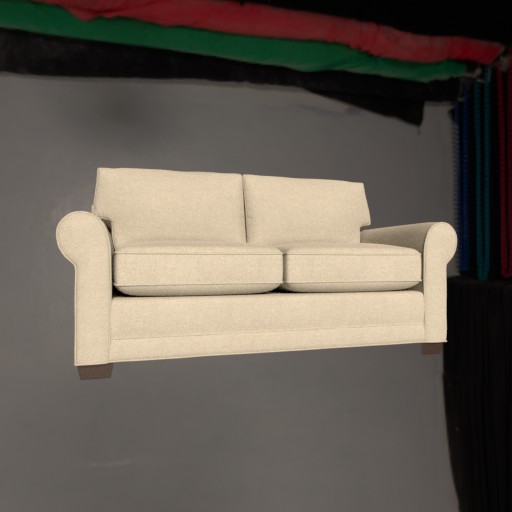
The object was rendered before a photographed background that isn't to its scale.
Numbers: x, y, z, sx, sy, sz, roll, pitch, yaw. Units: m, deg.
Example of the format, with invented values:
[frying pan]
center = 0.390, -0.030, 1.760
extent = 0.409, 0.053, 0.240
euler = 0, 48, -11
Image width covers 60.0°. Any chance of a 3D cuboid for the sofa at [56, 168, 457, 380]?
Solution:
[sofa]
center = 0.000, 0.000, 2.251
extent = 1.774, 0.933, 0.861
euler = 0, -1, -17
